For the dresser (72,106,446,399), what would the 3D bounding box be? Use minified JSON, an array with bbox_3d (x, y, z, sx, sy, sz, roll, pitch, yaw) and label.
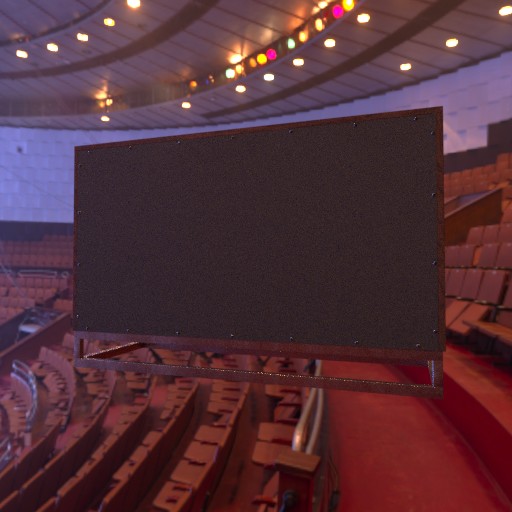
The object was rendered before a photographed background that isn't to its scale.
[{"bbox_3d":[0.000,0.000,2.152,1.646,1.061,0.623,-1,-2,19],"label":"dresser"}]
